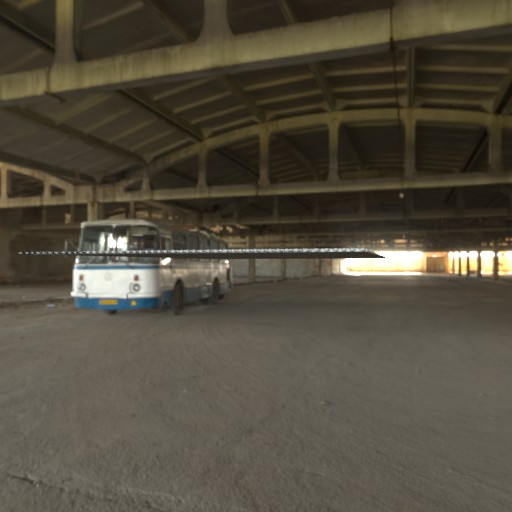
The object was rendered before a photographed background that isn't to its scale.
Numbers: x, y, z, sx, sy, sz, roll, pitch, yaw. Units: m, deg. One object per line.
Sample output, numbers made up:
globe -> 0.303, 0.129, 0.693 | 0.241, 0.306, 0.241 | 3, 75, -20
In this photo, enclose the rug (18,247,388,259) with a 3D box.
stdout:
rug -> 0.000, 0.000, 2.928 | 1.600, 0.013, 2.312 | 0, -1, 19
